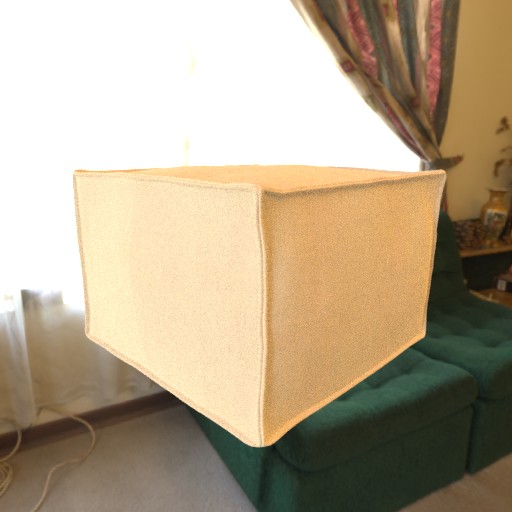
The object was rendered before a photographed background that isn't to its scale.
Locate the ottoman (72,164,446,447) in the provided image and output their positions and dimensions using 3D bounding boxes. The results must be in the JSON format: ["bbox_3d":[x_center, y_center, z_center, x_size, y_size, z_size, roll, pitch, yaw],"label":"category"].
[{"bbox_3d":[0.000,0.000,1.155,0.707,0.470,0.696,14,20,43],"label":"ottoman"}]
